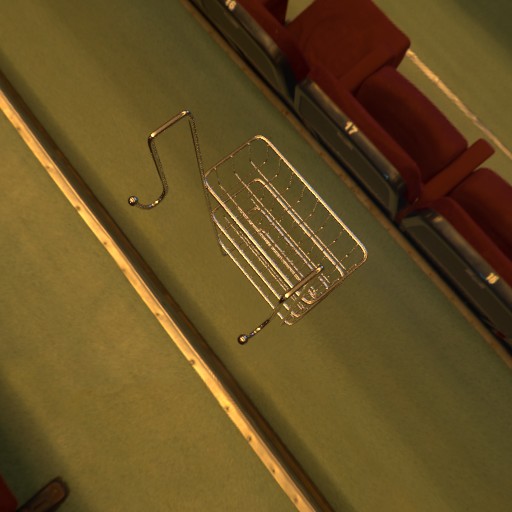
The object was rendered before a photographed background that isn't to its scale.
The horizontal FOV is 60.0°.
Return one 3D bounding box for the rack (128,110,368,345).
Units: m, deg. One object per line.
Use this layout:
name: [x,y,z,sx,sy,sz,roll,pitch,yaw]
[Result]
rack: [0.000,0.000,0.676,0.202,0.574,0.228,-38,79,-8]
